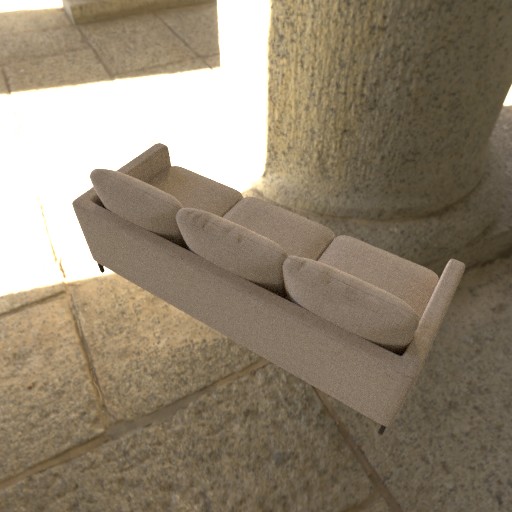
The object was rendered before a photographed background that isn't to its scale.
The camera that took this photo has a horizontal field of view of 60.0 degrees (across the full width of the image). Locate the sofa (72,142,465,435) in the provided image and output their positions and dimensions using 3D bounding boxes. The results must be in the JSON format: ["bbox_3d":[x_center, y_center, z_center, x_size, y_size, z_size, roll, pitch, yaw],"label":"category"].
[{"bbox_3d":[0.000,0.000,2.748,2.218,0.874,0.859,25,52,22],"label":"sofa"}]
